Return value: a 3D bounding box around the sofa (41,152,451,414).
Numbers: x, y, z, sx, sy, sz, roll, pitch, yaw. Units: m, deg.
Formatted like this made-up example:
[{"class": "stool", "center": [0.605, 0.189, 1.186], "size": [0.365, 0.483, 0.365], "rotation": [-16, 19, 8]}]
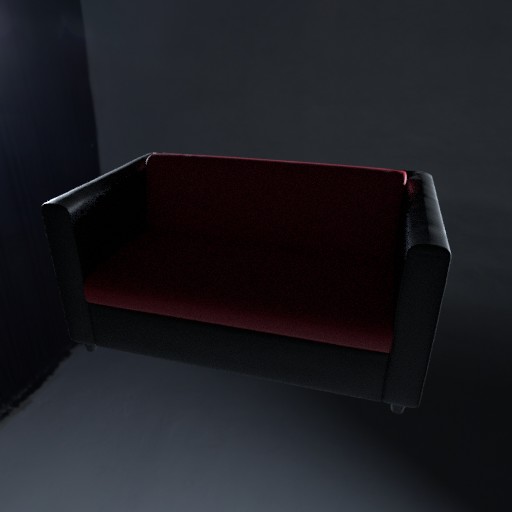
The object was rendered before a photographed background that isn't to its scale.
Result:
[{"class": "sofa", "center": [0.000, 0.000, 1.930], "size": [1.410, 0.735, 0.845], "rotation": [7, 27, 14]}]
